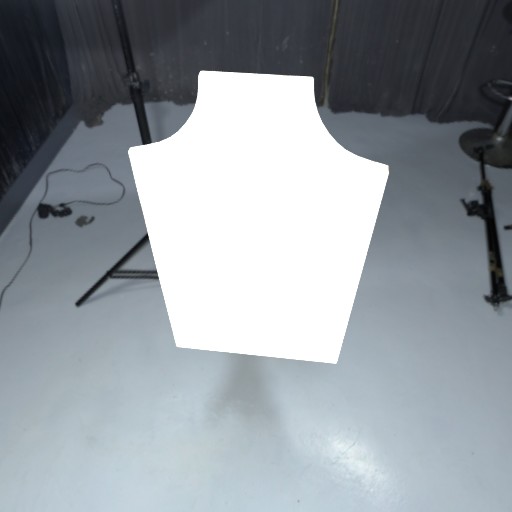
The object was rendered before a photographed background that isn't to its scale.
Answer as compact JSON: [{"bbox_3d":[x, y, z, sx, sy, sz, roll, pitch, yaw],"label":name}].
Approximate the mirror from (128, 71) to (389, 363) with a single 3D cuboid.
[{"bbox_3d":[0.000,0.000,0.854,0.403,0.717,0.022,5,48,5],"label":"mirror"}]
